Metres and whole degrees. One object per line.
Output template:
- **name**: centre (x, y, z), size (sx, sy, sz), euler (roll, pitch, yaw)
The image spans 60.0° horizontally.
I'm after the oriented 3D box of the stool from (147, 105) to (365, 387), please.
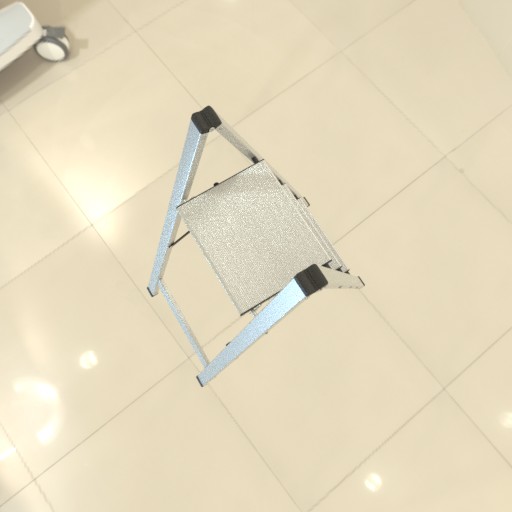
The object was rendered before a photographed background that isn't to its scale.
- **stool**: centre (0.000, 0.000, 1.286), size (0.730, 0.902, 0.441), euler (-30, 77, -8)
